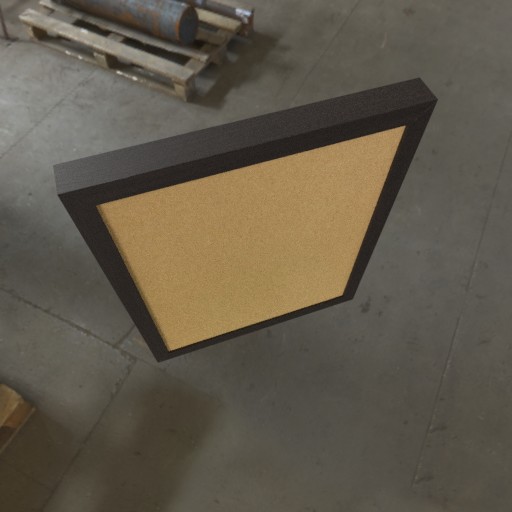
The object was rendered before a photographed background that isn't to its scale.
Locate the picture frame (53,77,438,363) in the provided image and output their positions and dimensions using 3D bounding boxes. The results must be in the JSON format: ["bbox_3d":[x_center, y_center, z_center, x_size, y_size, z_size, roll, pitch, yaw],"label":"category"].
[{"bbox_3d":[0.000,0.000,0.747,0.452,0.555,0.044,-16,60,-10],"label":"picture frame"}]
